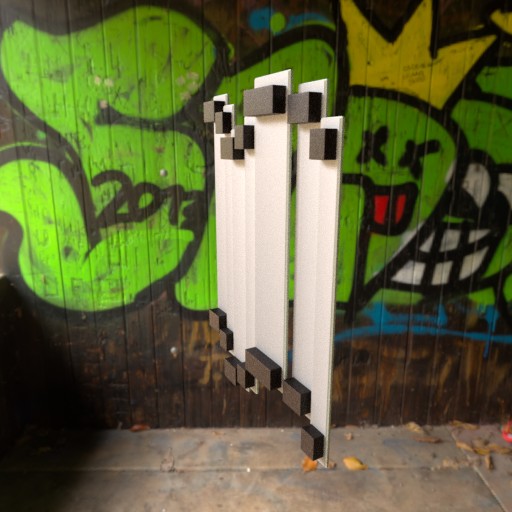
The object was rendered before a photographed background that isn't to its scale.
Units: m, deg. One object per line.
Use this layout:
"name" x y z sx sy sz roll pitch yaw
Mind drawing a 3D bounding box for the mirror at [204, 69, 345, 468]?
"mirror" 0.000 0.000 0.815 0.058 0.611 0.445 -8 16 -28
